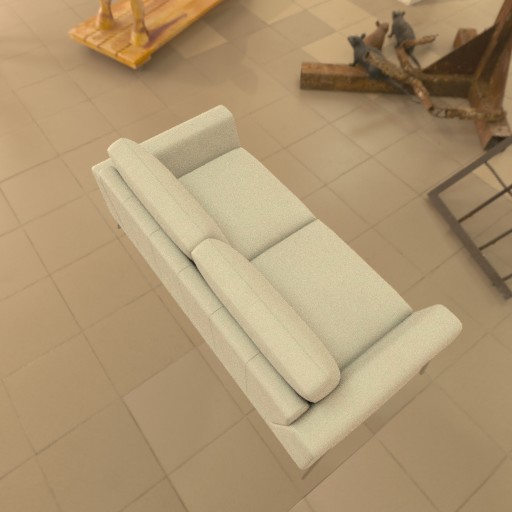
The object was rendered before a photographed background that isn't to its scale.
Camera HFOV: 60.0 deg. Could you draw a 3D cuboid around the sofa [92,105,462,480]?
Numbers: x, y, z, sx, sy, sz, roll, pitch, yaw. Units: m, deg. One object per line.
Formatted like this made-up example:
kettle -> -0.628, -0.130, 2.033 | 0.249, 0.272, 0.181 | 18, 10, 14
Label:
sofa -> 0.000, 0.000, 2.490 | 0.953, 0.875, 2.017 | -33, 63, -19
